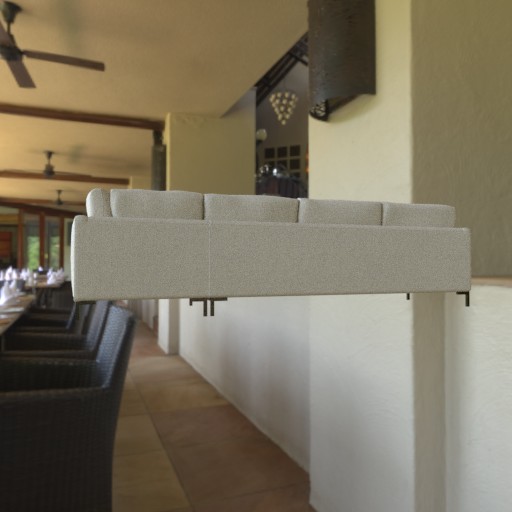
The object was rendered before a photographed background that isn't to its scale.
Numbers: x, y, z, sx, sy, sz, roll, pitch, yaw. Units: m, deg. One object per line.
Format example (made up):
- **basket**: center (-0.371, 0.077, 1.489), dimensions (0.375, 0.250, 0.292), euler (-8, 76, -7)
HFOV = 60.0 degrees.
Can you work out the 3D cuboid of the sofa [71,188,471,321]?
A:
- **sofa**: center (0.000, 0.000, 3.958), dimensions (2.949, 0.815, 2.007), euler (0, -1, -18)
